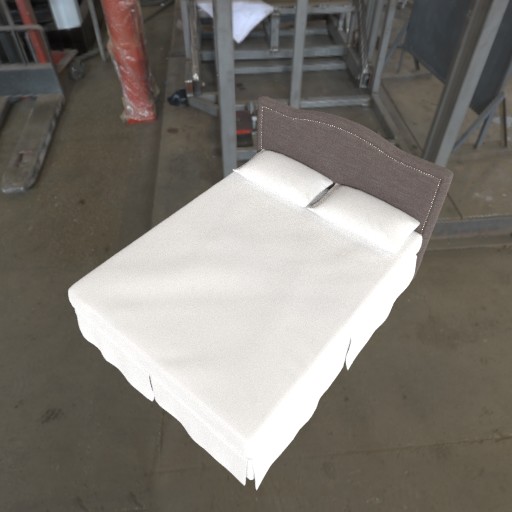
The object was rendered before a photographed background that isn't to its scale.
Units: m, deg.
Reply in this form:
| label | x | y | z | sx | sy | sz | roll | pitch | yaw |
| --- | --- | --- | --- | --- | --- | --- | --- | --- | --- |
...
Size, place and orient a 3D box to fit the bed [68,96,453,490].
| label | x | y | z | sx | sy | sz | roll | pitch | yaw |
| --- | --- | --- | --- | --- | --- | --- | --- | --- | --- |
| bed | 0.000 | 0.000 | 3.871 | 2.161 | 1.457 | 2.689 | 31 | 54 | 26 |
